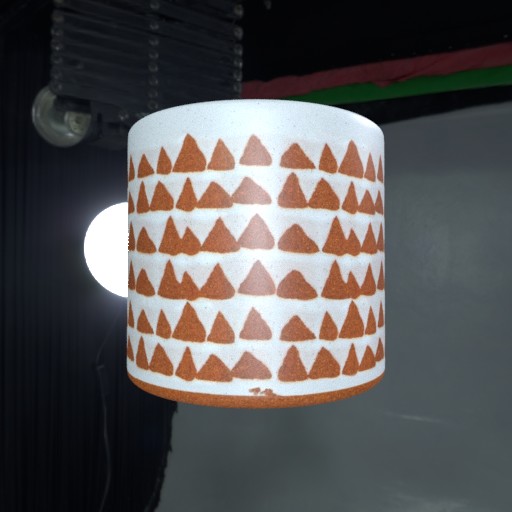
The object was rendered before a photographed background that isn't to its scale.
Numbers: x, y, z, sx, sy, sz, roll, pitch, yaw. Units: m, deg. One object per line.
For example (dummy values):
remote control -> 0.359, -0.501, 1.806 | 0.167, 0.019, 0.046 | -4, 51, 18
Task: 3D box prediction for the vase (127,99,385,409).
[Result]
vase -> 0.000, 0.000, 0.245 | 0.137, 0.127, 0.137 | 0, -1, 0
